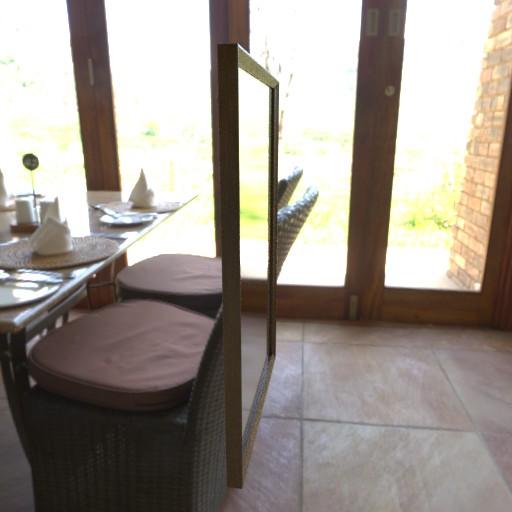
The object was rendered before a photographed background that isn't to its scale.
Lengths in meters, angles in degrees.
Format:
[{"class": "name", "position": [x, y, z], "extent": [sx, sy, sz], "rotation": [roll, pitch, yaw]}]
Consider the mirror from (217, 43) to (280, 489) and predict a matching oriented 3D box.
[{"class": "mirror", "position": [0.000, 0.000, 1.161], "extent": [0.041, 0.915, 0.609], "rotation": [3, 16, 9]}]
